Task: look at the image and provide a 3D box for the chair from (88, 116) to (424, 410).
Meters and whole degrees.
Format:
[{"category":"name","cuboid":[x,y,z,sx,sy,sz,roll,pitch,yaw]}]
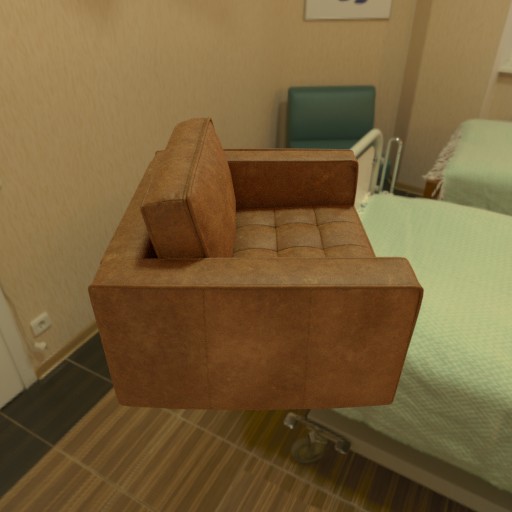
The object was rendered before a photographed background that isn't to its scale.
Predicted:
[{"category":"chair","cuboid":[0.000,0.000,1.495,0.798,0.767,0.928,0,34,0]}]
